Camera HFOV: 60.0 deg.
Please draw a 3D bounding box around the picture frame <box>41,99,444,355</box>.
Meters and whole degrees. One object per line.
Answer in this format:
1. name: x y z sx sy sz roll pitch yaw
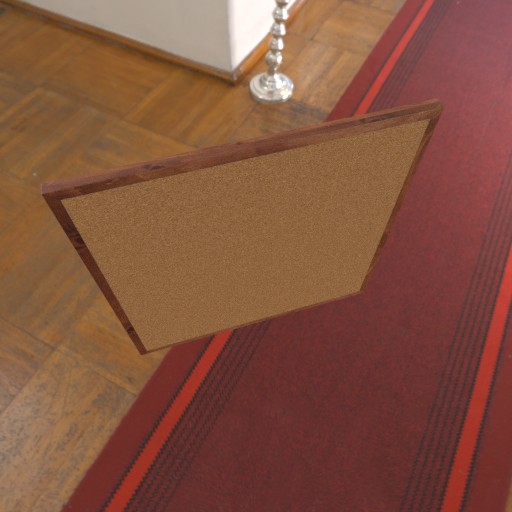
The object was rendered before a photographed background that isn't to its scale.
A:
1. picture frame: 0.000 0.000 1.204 0.810 0.817 0.029 -14 58 -9
